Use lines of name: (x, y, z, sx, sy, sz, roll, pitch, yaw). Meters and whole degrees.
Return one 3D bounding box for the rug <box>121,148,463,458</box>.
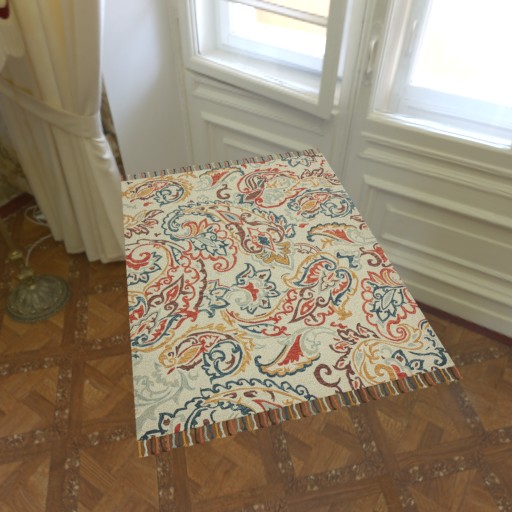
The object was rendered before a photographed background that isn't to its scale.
rug: (0.000, 0.000, 4.272, 2.439, 0.015, 3.274, -10, 47, -10)
